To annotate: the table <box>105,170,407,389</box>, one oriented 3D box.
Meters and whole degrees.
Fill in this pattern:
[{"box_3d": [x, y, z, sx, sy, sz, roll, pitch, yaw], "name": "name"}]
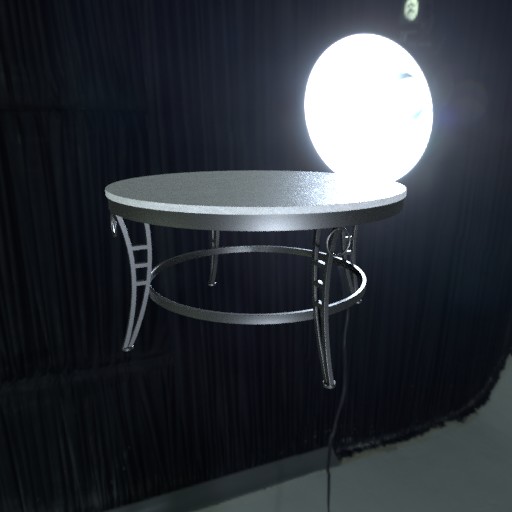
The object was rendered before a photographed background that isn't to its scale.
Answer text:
[{"box_3d": [0.000, 0.000, 1.438, 0.889, 0.470, 0.889, 0, 16, 0], "name": "table"}]
